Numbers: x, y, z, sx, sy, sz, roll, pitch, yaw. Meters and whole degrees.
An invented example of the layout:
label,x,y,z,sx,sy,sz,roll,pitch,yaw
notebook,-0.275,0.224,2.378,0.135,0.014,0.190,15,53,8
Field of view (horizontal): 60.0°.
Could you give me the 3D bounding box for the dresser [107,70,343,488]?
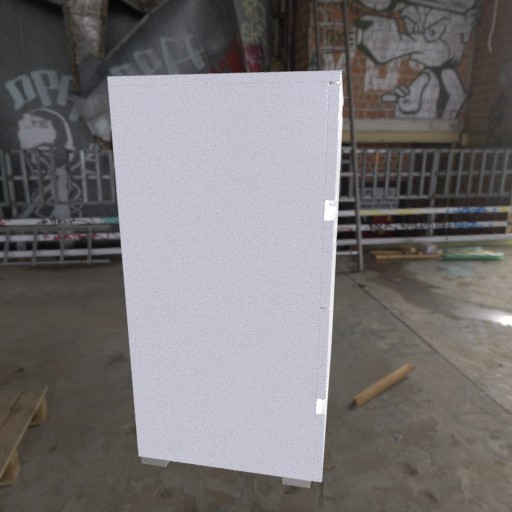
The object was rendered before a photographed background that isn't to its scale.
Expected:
label,x,y,z,sx,sy,sz,roll,pitch,yaw
dresser,0.000,0.000,1.146,0.400,0.800,0.650,3,16,11
